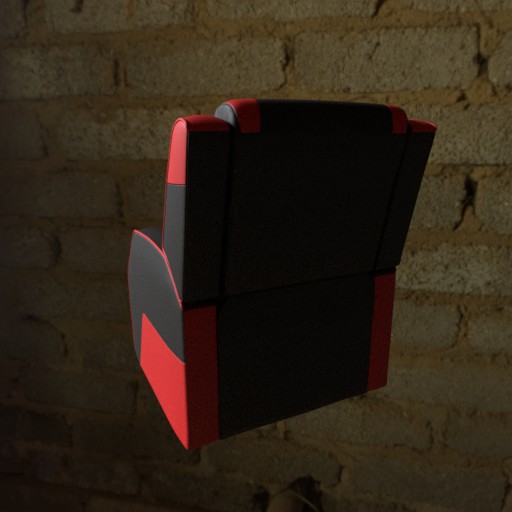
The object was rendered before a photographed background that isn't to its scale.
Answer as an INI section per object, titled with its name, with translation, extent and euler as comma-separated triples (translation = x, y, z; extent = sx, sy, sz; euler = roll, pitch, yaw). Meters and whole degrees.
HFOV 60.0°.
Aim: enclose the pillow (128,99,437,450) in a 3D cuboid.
[pillow]
translation = 0.000, 0.000, 1.268
extent = 0.620, 0.805, 0.672
euler = -8, 17, -26
